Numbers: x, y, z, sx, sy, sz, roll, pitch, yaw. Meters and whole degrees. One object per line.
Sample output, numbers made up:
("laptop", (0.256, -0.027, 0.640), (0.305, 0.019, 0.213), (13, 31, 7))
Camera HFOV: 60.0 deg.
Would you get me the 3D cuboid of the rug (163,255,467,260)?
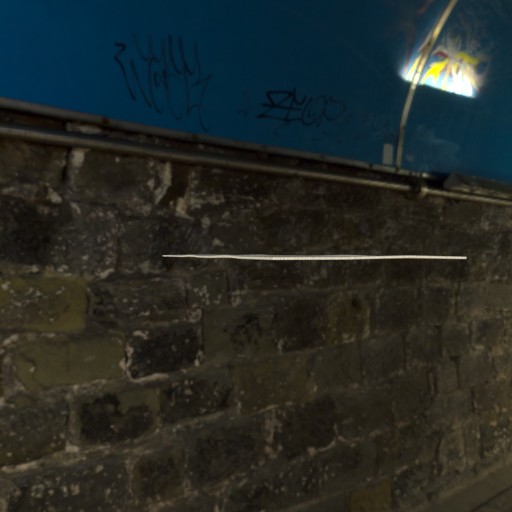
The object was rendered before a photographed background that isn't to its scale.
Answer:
("rug", (0.000, 0.000, 2.640), (0.762, 0.013, 2.439), (0, 0, -20))
